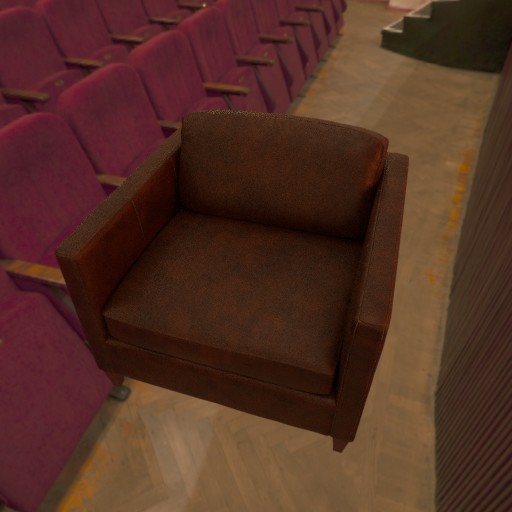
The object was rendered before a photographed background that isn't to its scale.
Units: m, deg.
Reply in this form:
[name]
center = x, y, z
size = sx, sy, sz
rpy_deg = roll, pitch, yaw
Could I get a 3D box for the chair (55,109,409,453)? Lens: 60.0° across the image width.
[chair]
center = 0.000, 0.000, 1.709
size = 0.990, 0.864, 0.975
rpy_deg = 12, 42, 13
